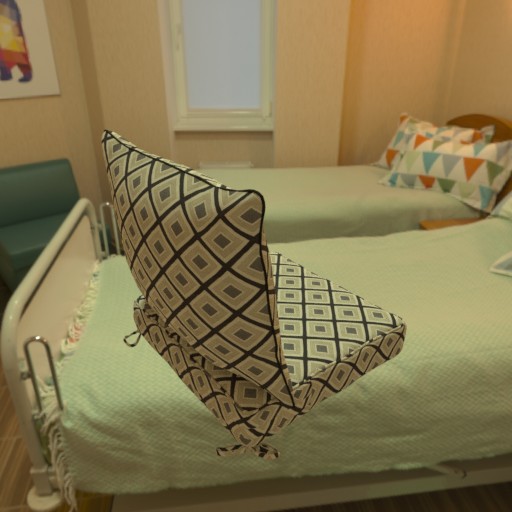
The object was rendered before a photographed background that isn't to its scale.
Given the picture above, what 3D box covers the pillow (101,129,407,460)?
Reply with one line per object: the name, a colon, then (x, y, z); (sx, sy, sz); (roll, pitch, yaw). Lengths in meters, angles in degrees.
pillow: (0.000, 0.000, 1.365); (0.733, 0.722, 0.798); (-19, 32, -33)
